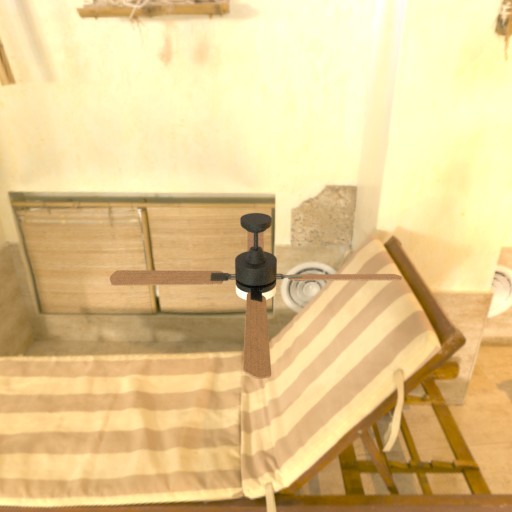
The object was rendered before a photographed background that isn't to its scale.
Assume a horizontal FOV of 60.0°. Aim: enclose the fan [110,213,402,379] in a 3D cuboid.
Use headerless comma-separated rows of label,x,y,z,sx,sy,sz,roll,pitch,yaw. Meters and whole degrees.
fan,0.000,0.000,1.959,1.320,0.355,1.320,0,26,0
